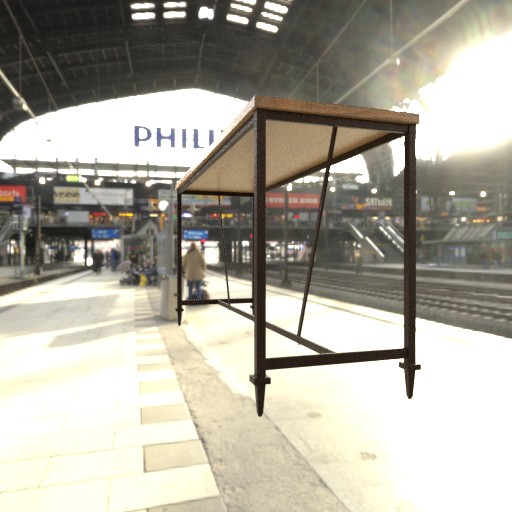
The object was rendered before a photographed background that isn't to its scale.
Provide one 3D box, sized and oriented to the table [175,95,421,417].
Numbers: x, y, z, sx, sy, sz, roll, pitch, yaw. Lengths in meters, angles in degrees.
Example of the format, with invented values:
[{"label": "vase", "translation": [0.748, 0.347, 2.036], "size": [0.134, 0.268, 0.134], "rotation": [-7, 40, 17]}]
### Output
[{"label": "table", "translation": [0.000, 0.000, 2.119], "size": [0.551, 0.902, 1.700], "rotation": [0, 0, -18]}]
